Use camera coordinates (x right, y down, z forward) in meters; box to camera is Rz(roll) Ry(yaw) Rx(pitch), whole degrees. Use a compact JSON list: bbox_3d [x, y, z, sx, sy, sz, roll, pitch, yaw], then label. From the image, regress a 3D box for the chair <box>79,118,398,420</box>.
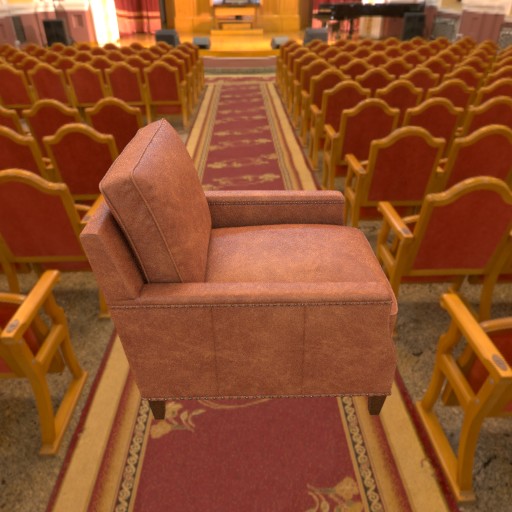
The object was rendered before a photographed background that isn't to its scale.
[{"bbox_3d":[0.000,0.000,1.771,1.014,0.943,0.853,-1,31,-1],"label":"chair"}]
